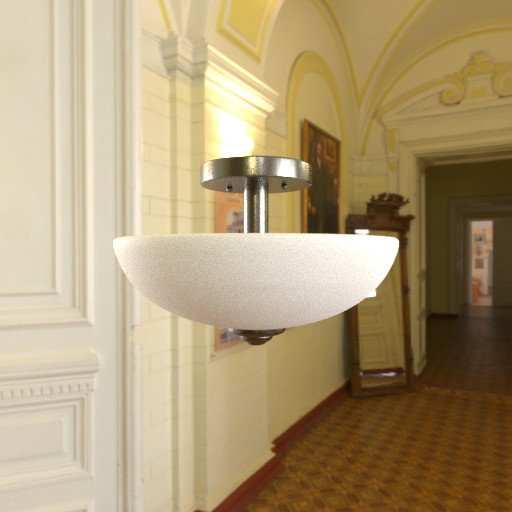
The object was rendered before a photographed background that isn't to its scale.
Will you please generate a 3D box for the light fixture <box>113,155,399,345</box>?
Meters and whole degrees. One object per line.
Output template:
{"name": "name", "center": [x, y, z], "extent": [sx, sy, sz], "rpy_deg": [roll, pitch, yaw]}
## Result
{"name": "light fixture", "center": [0.000, 0.000, 0.538], "extent": [0.330, 0.214, 0.330], "rpy_deg": [0, 0, 0]}
